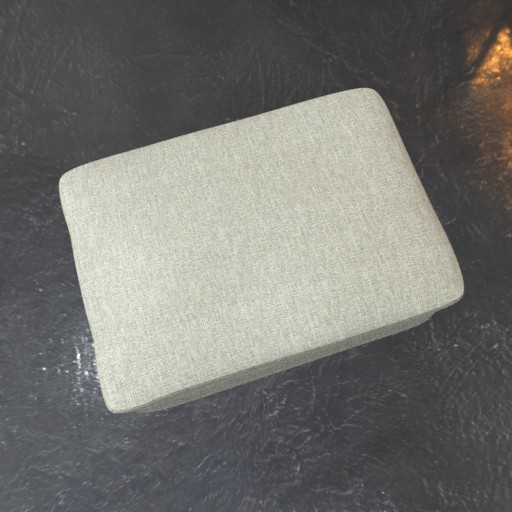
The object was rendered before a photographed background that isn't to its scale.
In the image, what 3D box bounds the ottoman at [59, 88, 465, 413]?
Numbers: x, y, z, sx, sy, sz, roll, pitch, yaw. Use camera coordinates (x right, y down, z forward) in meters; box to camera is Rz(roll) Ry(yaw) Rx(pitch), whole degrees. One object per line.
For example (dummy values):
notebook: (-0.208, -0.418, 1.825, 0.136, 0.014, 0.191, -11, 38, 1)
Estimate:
ottoman: (0.000, 0.000, 1.247, 0.873, 0.494, 0.639, -17, 75, -5)
